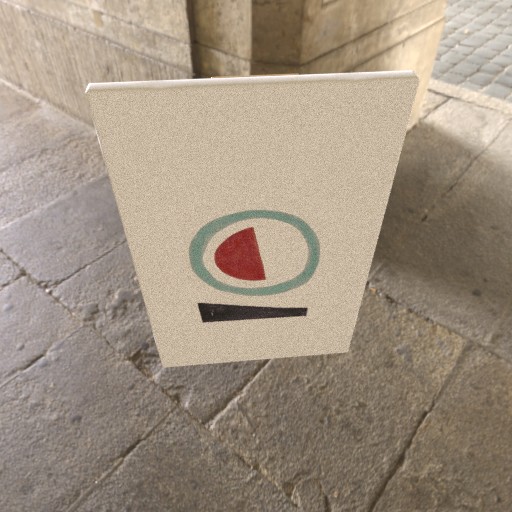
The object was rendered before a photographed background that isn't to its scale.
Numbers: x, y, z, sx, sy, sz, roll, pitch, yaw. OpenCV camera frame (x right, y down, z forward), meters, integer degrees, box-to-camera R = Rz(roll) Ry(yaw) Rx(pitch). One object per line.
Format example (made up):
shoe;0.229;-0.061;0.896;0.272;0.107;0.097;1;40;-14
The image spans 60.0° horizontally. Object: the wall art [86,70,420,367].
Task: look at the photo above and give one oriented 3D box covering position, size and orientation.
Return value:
wall art;0.000;0.000;1.122;0.602;0.902;0.048;-4;45;-4
